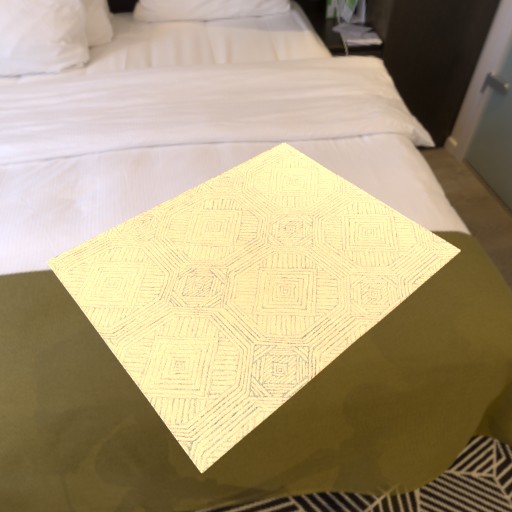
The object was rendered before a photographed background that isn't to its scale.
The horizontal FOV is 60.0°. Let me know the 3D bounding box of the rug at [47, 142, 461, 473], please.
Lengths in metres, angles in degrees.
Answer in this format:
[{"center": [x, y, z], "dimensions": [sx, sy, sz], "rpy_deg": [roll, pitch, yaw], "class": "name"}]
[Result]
[{"center": [0.000, 0.000, 4.179], "dimensions": [3.049, 0.015, 2.457], "rpy_deg": [-32, 55, -27], "class": "rug"}]
